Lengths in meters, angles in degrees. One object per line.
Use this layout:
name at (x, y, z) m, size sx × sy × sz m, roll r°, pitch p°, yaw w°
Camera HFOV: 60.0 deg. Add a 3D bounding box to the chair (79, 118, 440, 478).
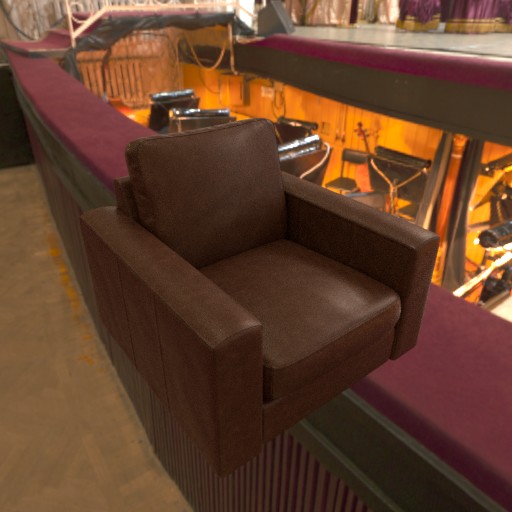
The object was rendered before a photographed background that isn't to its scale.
chair at (0.000, 0.000, 1.727) m, size 1.005 × 0.873 × 1.016 m, roll -21°, pitch 36°, yaw -32°
